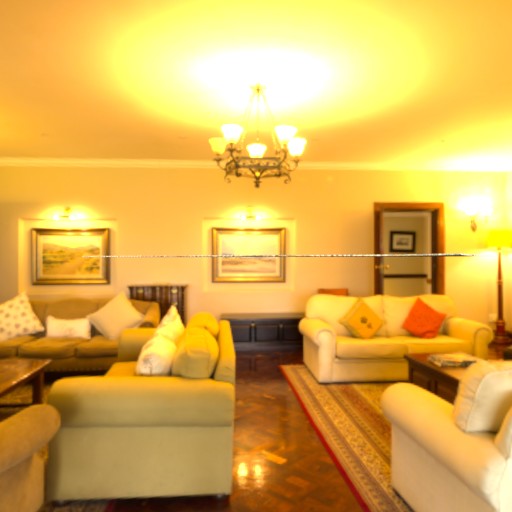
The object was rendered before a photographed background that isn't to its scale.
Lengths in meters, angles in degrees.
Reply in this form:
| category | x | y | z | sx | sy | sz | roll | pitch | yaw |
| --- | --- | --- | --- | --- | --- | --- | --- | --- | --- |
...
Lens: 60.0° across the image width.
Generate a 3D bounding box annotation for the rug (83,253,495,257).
| category | x | y | z | sx | sy | sz | roll | pitch | yaw |
| --- | --- | --- | --- | --- | --- | --- | --- | --- | --- |
| rug | 0.000 | 0.000 | 2.654 | 2.443 | 0.009 | 0.771 | 0 | 0 | 37 |
